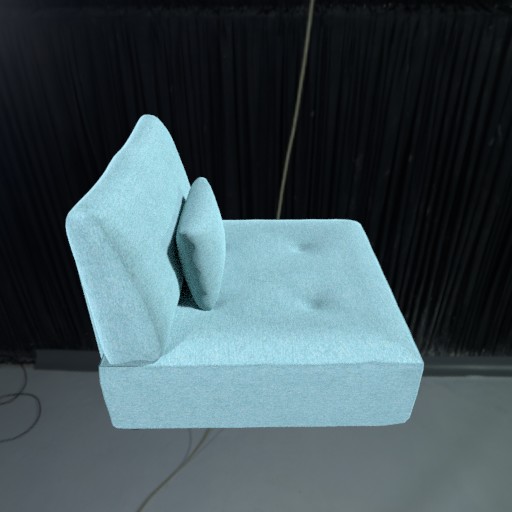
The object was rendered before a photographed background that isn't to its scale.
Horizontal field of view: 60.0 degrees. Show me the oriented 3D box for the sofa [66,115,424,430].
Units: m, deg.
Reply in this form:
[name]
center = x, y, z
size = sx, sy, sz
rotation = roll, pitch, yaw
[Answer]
[sofa]
center = 0.000, 0.000, 1.657
size = 1.000, 0.820, 0.930
rotation = 0, 32, -1
